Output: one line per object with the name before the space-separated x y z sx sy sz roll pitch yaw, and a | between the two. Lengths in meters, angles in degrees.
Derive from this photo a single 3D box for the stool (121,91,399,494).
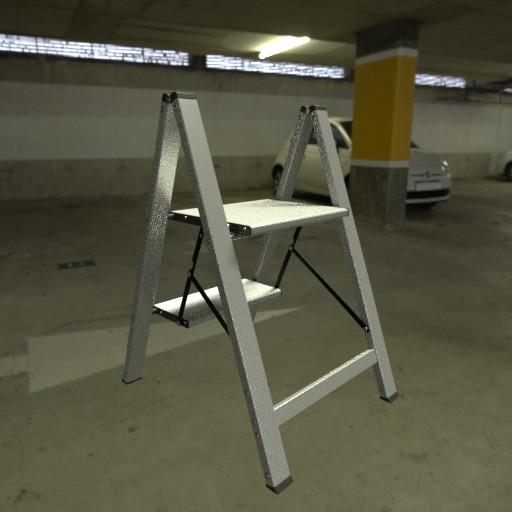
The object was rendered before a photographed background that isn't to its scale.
stool | 0.000 0.000 1.007 0.535 0.670 0.440 14 20 43
